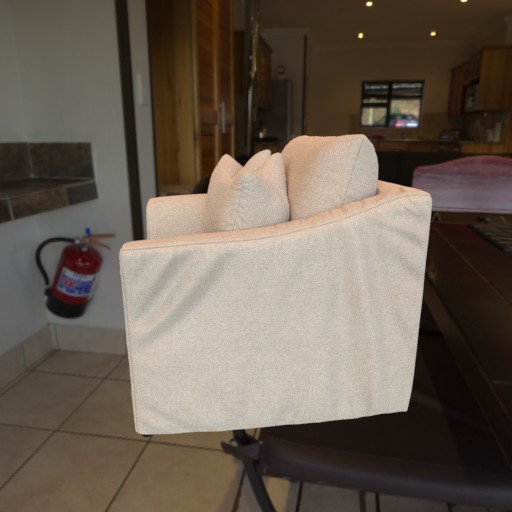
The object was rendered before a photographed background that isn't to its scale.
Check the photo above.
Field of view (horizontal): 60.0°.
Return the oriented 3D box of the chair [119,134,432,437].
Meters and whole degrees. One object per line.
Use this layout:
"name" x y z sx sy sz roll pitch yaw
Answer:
"chair" 0.000 0.000 2.070 1.071 1.093 1.194 -2 15 -8
